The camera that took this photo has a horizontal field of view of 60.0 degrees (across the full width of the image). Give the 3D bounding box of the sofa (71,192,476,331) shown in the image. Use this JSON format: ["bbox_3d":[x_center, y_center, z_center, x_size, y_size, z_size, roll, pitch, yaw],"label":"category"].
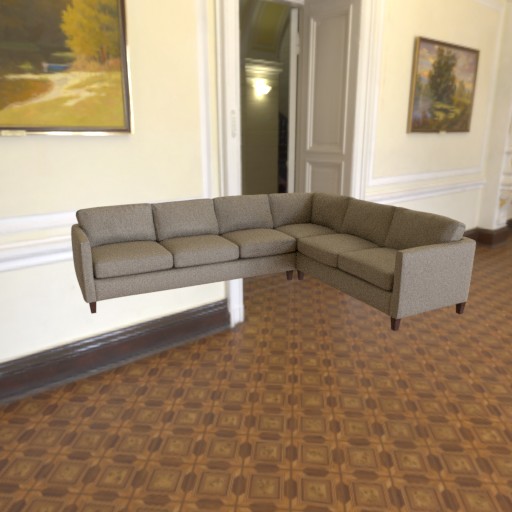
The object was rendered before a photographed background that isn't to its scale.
[{"bbox_3d":[0.000,0.000,4.512,3.302,0.947,2.593,-8,17,-26],"label":"sofa"}]
